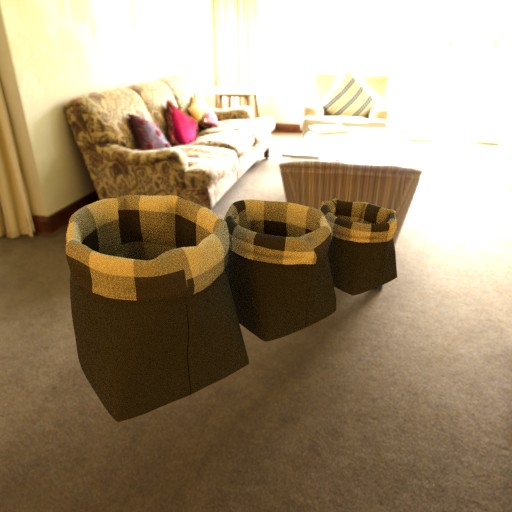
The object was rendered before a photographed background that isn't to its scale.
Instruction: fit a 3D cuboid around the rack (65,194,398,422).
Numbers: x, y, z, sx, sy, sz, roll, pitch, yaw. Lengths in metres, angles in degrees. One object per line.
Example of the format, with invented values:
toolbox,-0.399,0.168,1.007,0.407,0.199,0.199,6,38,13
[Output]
rack,0.000,0.000,1.099,0.889,0.329,0.370,-18,32,-31
